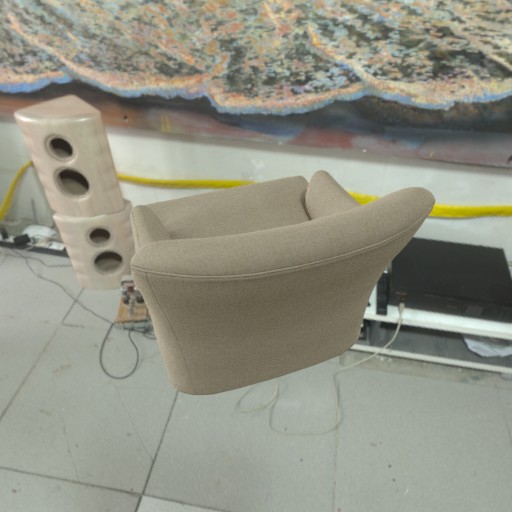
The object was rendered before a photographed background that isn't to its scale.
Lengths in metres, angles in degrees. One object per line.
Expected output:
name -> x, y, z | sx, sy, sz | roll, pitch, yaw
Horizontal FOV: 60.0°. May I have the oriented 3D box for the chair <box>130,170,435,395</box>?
chair -> 0.000, 0.000, 1.627 | 0.864, 0.856, 0.923 | -13, 44, -14
